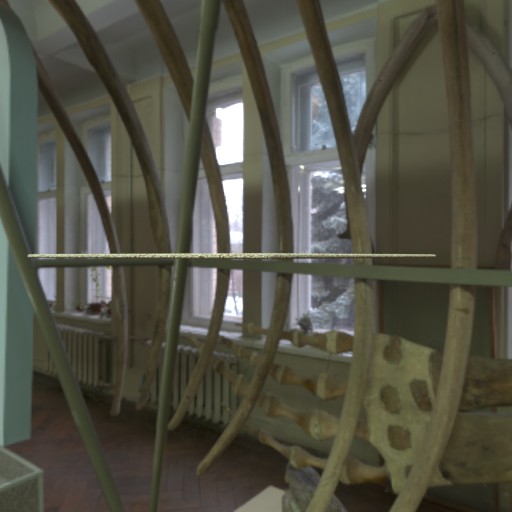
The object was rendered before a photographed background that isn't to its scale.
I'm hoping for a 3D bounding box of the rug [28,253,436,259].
[{"bbox_3d":[0.000,0.000,4.132,2.438,0.029,3.047,0,0,37],"label":"rug"}]
